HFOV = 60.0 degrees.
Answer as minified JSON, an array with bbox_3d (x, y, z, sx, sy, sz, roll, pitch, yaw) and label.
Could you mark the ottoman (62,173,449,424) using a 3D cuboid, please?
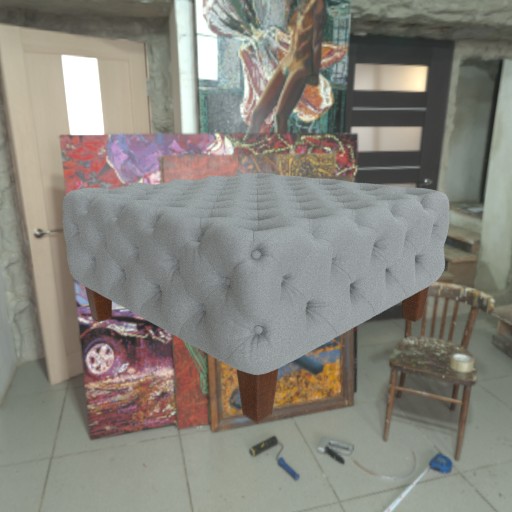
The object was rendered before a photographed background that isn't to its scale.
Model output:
[{"bbox_3d":[0.000,0.000,1.433,0.911,0.439,0.917,16,22,43],"label":"ottoman"}]
